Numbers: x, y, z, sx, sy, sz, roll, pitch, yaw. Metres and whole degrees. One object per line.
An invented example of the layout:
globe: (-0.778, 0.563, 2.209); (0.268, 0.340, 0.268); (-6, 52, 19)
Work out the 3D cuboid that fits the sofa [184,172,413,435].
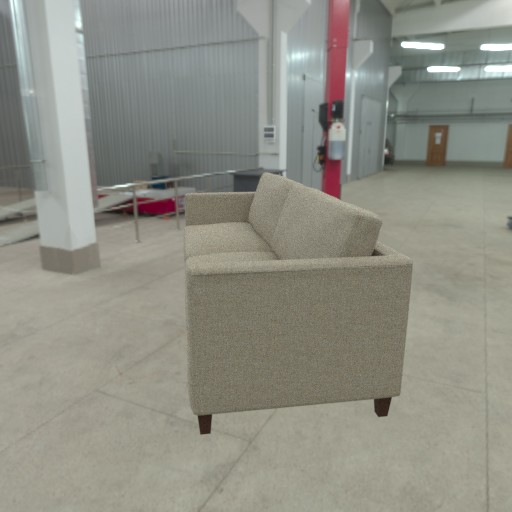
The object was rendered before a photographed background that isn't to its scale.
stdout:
sofa: (0.000, 0.000, 2.944); (0.951, 0.965, 2.434); (-2, 15, -9)
